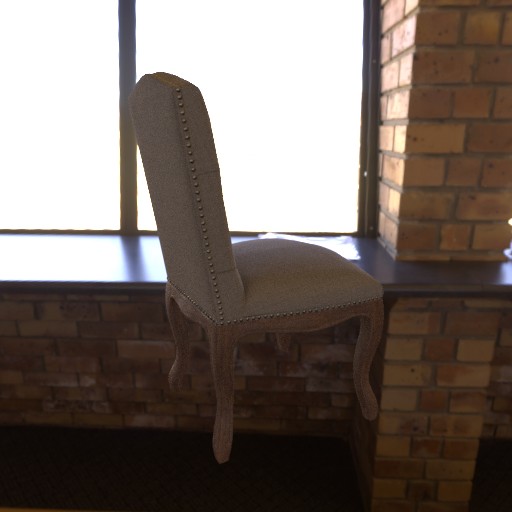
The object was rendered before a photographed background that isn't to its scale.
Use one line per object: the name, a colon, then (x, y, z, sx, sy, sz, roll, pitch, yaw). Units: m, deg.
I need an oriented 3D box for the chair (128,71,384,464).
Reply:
chair: (0.000, 0.000, 1.583, 0.731, 1.191, 0.637, -9, 19, -28)
